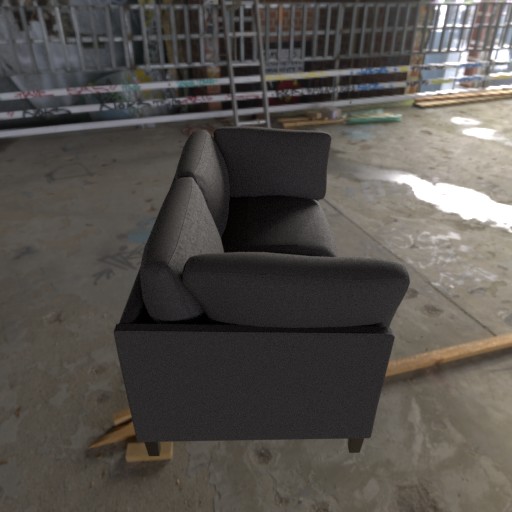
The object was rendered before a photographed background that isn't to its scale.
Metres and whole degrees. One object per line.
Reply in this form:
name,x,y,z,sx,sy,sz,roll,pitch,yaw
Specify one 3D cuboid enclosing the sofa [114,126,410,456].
sofa,0.000,0.000,2.296,0.969,0.920,1.751,-1,31,-1
